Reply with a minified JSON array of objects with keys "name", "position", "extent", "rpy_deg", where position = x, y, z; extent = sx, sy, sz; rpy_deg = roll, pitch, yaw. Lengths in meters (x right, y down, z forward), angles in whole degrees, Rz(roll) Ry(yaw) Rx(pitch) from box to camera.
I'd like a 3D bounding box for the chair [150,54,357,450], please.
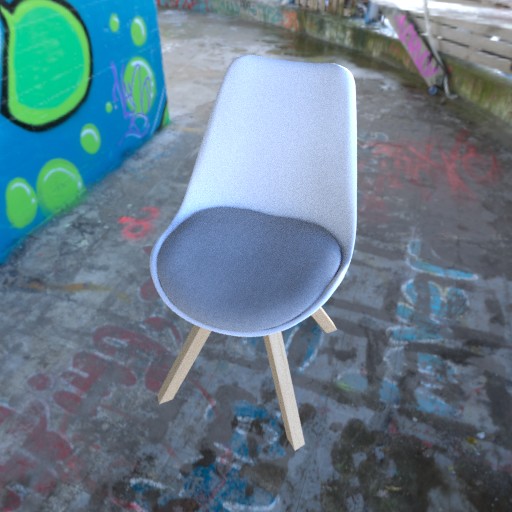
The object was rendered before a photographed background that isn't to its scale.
[{"name":"chair","position":[0.000,0.000,1.169],"extent":[0.485,0.850,0.550],"rpy_deg":[13,42,15]}]
